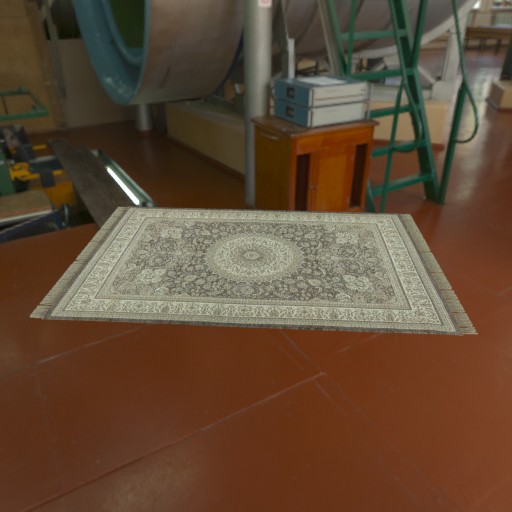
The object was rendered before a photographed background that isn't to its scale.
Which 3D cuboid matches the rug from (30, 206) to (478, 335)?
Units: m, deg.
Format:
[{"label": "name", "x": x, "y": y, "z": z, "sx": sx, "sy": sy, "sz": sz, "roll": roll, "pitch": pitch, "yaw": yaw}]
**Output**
[{"label": "rug", "x": 0.000, "y": 0.000, "z": 4.278, "sx": 3.422, "sy": 0.015, "sz": 2.143, "roll": 2, "pitch": 30, "yaw": 3}]
